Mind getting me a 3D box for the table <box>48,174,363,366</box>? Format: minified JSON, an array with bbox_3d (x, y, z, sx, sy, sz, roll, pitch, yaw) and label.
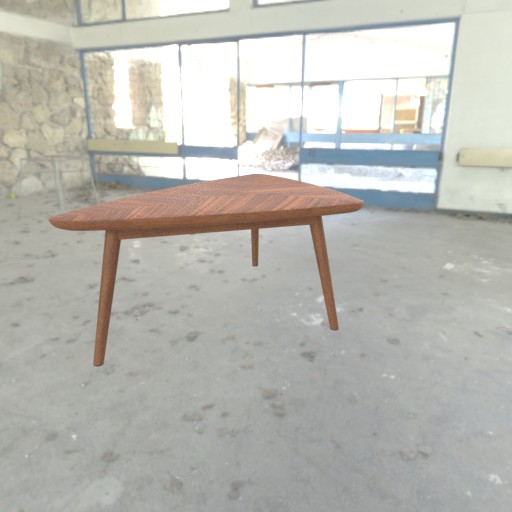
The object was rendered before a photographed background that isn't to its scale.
[{"bbox_3d":[0.000,0.000,1.298,0.601,0.365,1.008,8,18,25],"label":"table"}]
